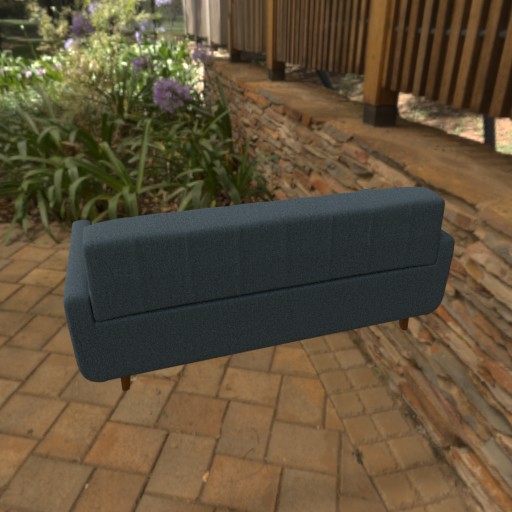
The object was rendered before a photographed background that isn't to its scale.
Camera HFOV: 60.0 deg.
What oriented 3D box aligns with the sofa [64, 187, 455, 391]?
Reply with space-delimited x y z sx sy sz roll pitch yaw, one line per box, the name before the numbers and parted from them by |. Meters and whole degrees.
sofa | 0.000 0.000 2.646 2.055 0.884 0.942 -8 28 -16
